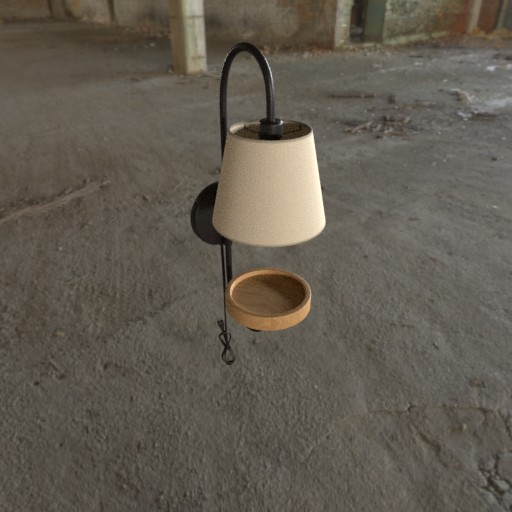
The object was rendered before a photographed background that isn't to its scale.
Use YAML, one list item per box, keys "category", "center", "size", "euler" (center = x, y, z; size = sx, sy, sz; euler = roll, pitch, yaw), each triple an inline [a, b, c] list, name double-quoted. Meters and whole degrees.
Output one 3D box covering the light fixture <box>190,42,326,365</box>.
- category: "light fixture"
  center: [0.000, 0.000, 0.945]
  size: [0.220, 0.821, 0.299]
  euler: [-23, 38, -33]
